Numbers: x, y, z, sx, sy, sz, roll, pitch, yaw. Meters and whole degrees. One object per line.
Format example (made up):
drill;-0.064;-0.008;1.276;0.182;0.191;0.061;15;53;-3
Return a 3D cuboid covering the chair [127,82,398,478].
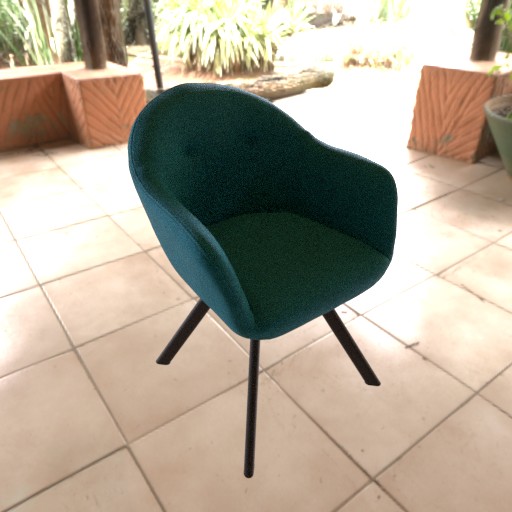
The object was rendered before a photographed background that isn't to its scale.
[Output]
chair;0.000;0.000;1.147;0.545;0.775;0.565;-22;38;-31
